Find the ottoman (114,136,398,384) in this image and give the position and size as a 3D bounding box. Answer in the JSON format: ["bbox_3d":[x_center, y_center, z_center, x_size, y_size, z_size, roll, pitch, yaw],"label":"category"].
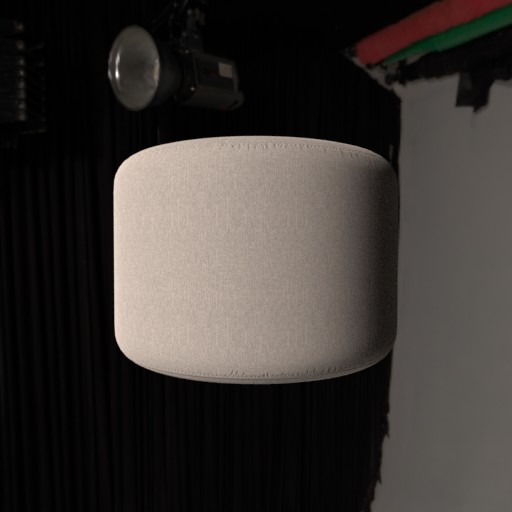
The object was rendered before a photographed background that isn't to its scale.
[{"bbox_3d":[0.000,0.000,0.997,0.608,0.433,0.608,0,1,0],"label":"ottoman"}]
